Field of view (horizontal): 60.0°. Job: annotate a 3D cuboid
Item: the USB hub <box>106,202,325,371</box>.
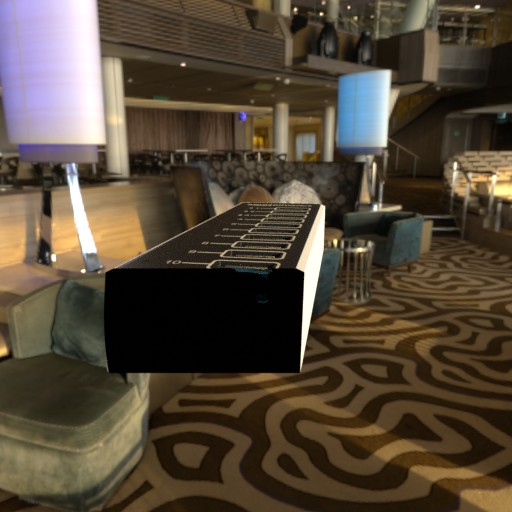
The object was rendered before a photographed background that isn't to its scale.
[{"bbox_3d":[0.000,0.000,0.162,0.044,0.023,0.145,2,14,10],"label":"USB hub"}]
